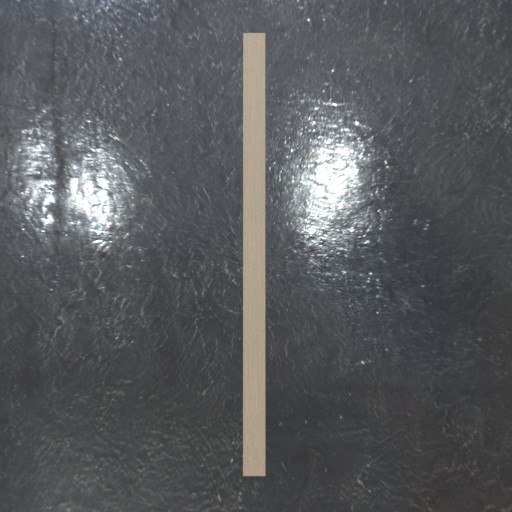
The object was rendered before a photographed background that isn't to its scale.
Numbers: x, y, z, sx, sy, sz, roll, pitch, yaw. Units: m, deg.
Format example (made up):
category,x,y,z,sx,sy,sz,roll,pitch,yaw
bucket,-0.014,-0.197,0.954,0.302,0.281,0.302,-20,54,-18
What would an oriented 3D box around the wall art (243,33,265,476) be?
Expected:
category,x,y,z,sx,sy,sz,roll,pitch,yaw
wall art,0.000,0.000,1.141,0.038,0.758,0.761,0,89,0
